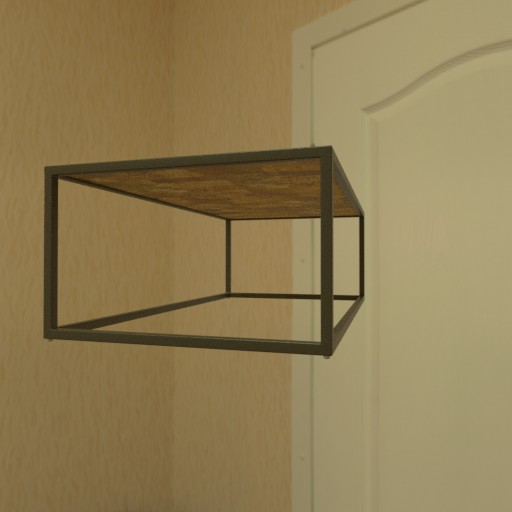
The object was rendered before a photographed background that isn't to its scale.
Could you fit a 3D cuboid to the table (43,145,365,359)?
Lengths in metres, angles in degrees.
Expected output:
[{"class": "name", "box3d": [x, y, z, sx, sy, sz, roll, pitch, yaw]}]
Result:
[{"class": "table", "box3d": [0.000, 0.000, 1.486, 0.649, 0.398, 1.199, 0, -1, 17]}]
